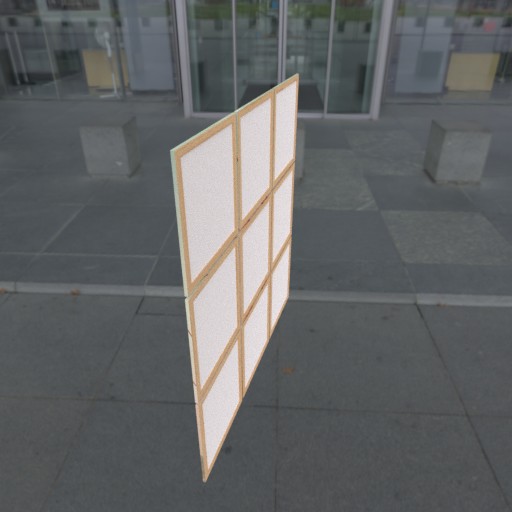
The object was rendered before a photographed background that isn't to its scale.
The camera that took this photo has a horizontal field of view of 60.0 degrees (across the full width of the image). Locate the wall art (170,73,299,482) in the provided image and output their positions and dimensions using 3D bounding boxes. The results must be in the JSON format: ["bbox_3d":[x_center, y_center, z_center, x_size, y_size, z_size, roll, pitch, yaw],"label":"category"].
[{"bbox_3d":[0.000,0.000,2.243,0.013,1.523,1.517,9,32,15],"label":"wall art"}]
